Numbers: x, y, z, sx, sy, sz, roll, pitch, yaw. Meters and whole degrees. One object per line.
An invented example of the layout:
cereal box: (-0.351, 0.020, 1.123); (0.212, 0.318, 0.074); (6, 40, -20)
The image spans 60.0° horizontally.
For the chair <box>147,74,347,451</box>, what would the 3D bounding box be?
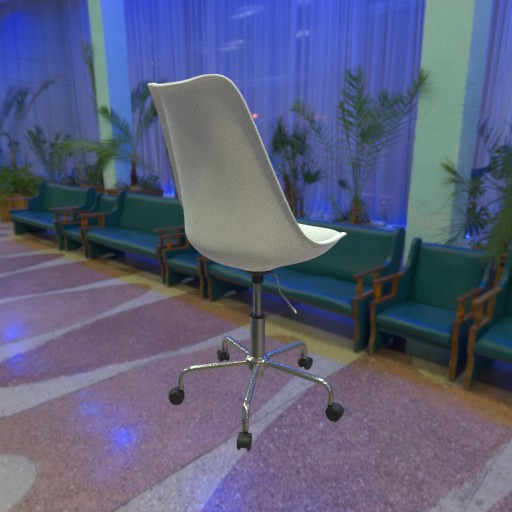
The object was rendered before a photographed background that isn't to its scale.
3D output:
chair: (0.000, 0.000, 1.302); (0.550, 0.930, 0.550); (-14, 21, -43)
